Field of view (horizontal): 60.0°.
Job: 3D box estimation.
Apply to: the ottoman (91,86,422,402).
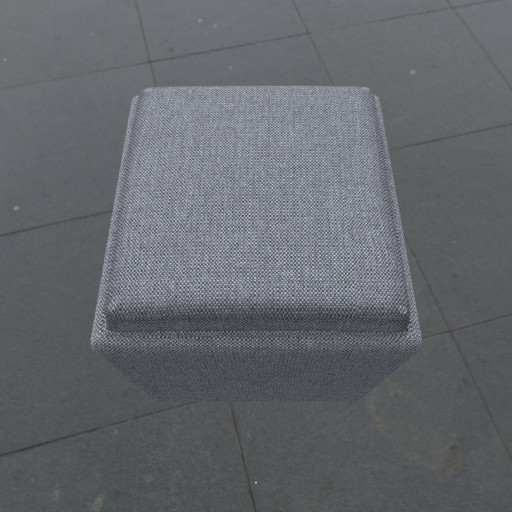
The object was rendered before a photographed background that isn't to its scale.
[{"bbox_3d":[0.000,0.000,0.827,0.436,0.487,0.454,0,63,0],"label":"ottoman"}]
